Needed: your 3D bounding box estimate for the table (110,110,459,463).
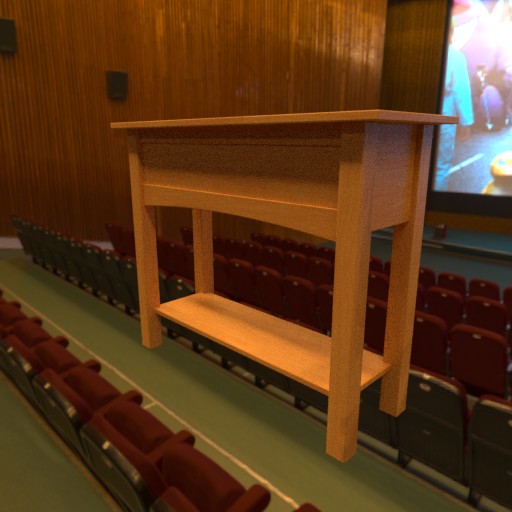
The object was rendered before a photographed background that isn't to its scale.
[{"bbox_3d":[0.000,0.000,1.240,0.900,0.728,0.340,14,21,43],"label":"table"}]
